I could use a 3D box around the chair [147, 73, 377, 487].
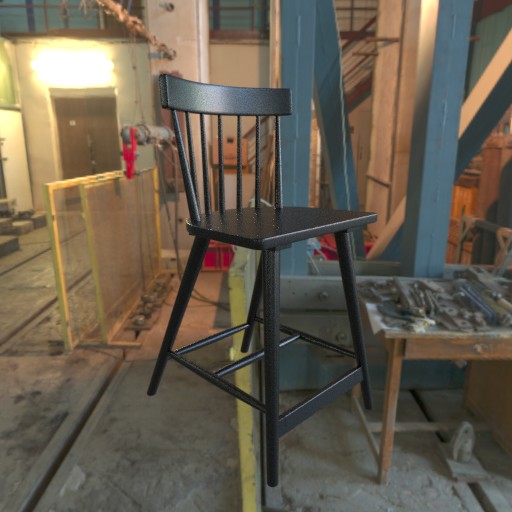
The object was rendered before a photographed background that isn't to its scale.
[{"bbox_3d":[0.000,0.000,1.277,0.572,0.952,0.483,14,20,43],"label":"chair"}]
